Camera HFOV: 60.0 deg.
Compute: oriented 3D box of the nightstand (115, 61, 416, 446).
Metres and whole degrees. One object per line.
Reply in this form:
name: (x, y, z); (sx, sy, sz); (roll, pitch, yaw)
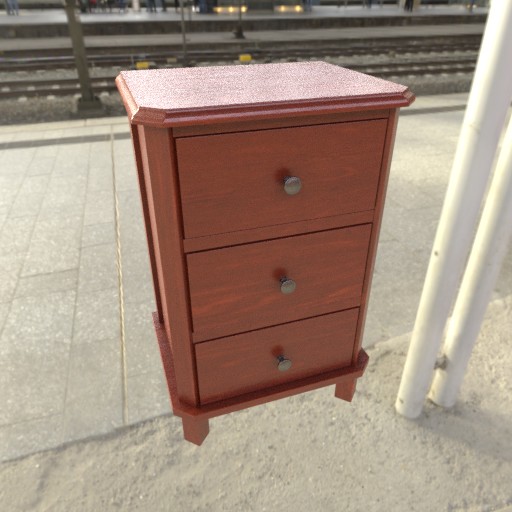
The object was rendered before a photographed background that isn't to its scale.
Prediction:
nightstand: (0.000, 0.000, 0.912); (0.435, 0.681, 0.351); (-10, 32, -16)
